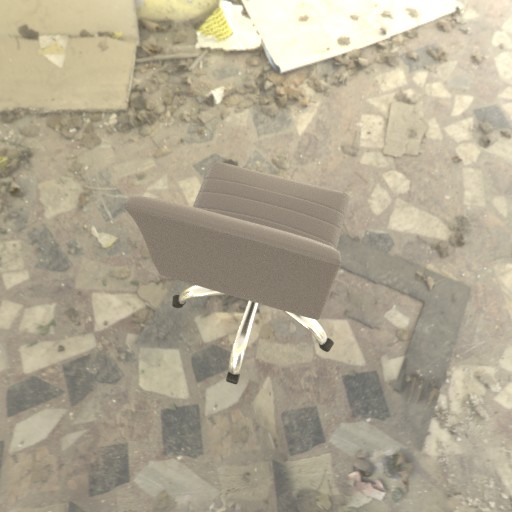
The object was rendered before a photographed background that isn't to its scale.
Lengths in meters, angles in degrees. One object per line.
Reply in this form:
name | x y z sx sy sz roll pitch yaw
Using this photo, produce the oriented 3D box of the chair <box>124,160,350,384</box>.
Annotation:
chair | 0.000 0.000 1.156 0.556 0.780 0.530 15 64 8
